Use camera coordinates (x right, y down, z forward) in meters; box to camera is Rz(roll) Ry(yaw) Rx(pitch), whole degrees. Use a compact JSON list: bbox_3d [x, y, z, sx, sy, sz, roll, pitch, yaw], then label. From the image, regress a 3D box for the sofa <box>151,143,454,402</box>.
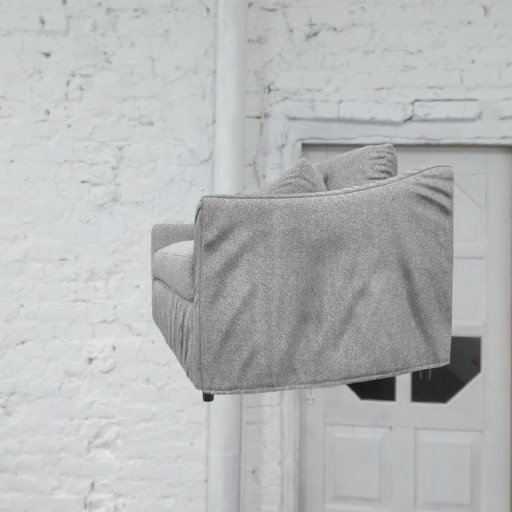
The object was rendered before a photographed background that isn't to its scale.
[{"bbox_3d":[0.000,0.000,2.563,1.072,1.018,2.010,0,1,-18],"label":"sofa"}]
